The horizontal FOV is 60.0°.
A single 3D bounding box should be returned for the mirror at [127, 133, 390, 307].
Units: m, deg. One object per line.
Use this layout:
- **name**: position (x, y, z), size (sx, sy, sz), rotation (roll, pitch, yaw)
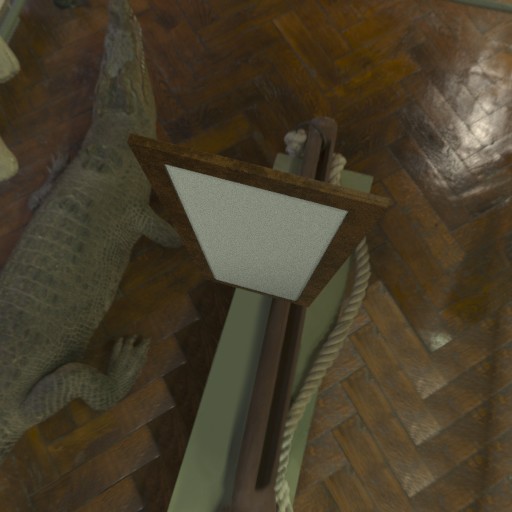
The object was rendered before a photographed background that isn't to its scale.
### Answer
- **mirror**: position (0.000, 0.000, 2.318), size (0.812, 2.031, 0.032), rotation (15, 76, 4)
